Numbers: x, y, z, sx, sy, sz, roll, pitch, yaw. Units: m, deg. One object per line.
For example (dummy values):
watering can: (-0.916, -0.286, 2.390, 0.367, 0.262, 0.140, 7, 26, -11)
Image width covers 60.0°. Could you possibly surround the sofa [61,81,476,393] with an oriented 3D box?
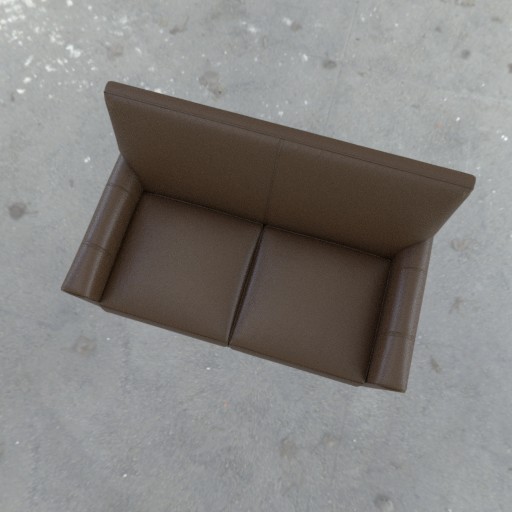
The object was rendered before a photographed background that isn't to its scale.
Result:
sofa: (0.000, 0.000, 2.011, 1.468, 0.859, 0.853, 16, 76, 4)
